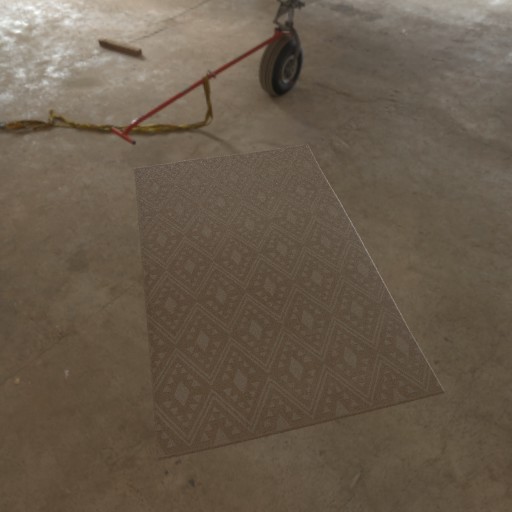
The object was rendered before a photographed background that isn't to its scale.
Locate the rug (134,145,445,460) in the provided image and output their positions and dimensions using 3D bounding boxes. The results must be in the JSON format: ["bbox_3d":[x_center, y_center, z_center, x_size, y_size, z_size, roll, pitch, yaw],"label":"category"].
[{"bbox_3d":[0.000,0.000,3.081,1.553,0.053,2.430,-10,48,-9],"label":"rug"}]
